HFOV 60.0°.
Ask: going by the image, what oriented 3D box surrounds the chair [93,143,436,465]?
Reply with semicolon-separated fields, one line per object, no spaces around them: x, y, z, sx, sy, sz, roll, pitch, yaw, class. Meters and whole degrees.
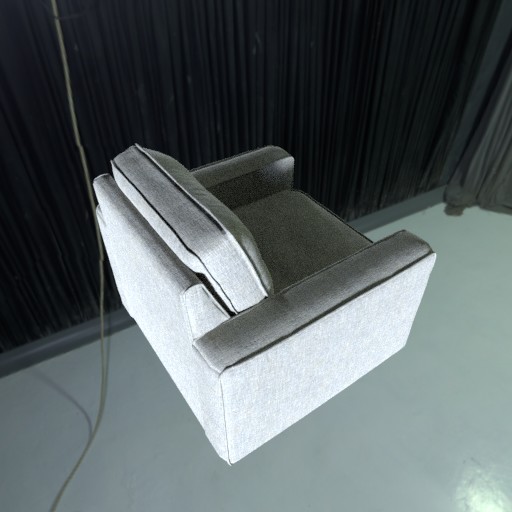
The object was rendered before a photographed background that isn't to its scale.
0.000;0.000;1.782;0.940;0.914;1.016;-25;47;-25;chair
